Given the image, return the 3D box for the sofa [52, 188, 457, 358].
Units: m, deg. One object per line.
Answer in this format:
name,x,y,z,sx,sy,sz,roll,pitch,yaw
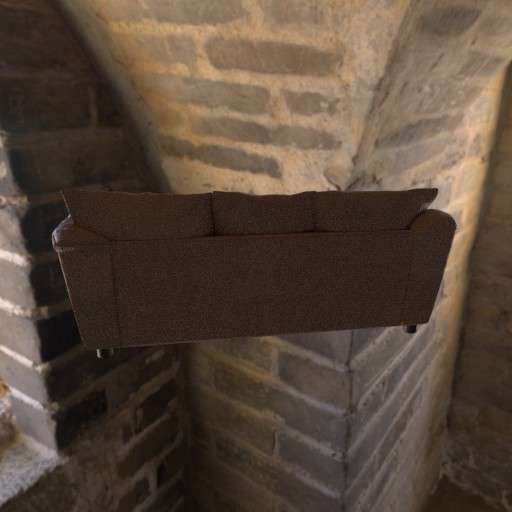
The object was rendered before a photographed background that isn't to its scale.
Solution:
sofa,0.000,0.000,2.885,2.377,0.981,0.893,-3,16,-9
